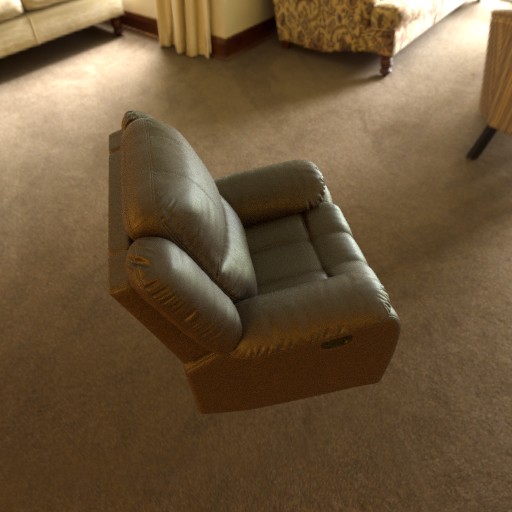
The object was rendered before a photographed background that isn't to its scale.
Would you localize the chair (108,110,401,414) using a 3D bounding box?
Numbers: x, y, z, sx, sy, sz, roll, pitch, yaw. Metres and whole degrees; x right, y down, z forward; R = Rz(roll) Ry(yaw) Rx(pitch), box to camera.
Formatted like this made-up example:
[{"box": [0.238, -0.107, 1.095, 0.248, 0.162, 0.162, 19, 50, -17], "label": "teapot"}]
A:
[{"box": [0.000, 0.000, 1.697, 0.934, 1.009, 0.899, -9, 47, -9], "label": "chair"}]
